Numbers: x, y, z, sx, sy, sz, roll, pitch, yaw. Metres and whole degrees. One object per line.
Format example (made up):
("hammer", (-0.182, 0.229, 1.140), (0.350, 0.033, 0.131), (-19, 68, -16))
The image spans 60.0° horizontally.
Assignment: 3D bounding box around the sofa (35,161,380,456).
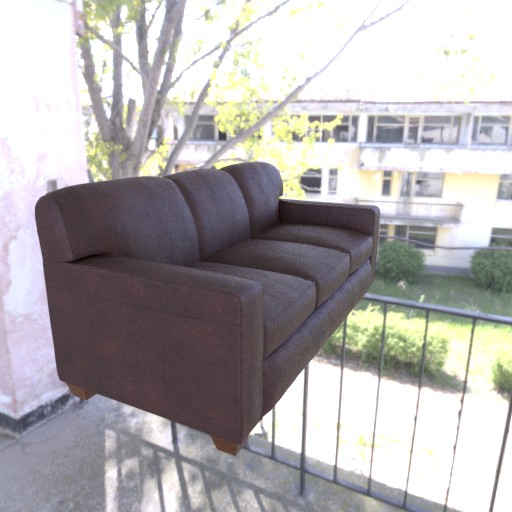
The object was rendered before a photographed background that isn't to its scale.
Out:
("sofa", (0.000, 0.000, 2.514), (1.008, 0.953, 2.039), (8, 17, 26))
